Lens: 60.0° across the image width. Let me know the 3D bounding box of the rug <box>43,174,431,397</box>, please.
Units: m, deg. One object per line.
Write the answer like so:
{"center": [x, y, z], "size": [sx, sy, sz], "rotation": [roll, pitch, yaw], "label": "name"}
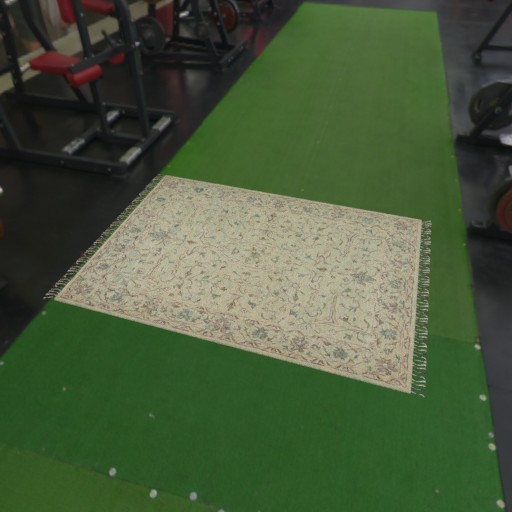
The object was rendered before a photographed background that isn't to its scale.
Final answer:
{"center": [0.000, 0.000, 2.406], "size": [1.802, 0.008, 1.247], "rotation": [12, 43, 13], "label": "rug"}
